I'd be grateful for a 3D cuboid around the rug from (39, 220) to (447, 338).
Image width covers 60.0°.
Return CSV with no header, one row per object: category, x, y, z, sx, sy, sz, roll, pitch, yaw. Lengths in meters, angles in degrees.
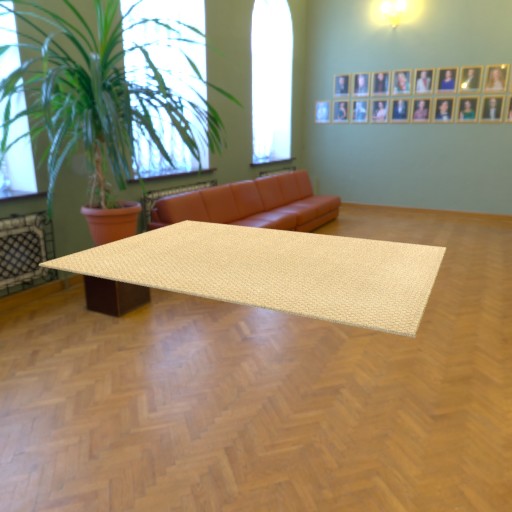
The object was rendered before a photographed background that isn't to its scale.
rug,0.000,0.000,2.832,2.144,0.013,1.509,8,17,26
